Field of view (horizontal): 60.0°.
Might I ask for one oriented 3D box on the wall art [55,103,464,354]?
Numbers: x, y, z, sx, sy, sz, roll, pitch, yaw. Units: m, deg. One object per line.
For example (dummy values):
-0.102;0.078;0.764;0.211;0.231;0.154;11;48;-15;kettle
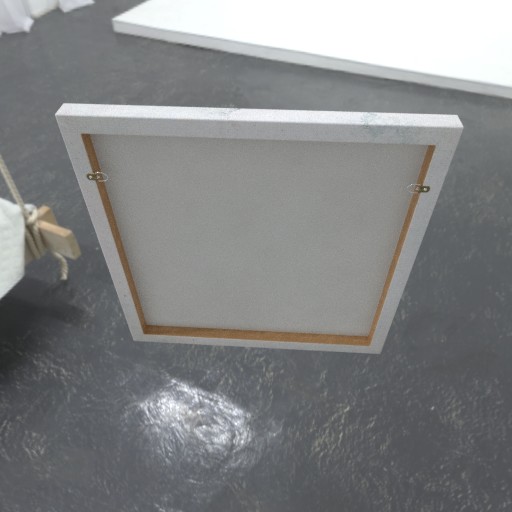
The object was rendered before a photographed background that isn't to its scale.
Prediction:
0.000;0.000;0.891;0.612;0.612;0.040;3;46;2;wall art
